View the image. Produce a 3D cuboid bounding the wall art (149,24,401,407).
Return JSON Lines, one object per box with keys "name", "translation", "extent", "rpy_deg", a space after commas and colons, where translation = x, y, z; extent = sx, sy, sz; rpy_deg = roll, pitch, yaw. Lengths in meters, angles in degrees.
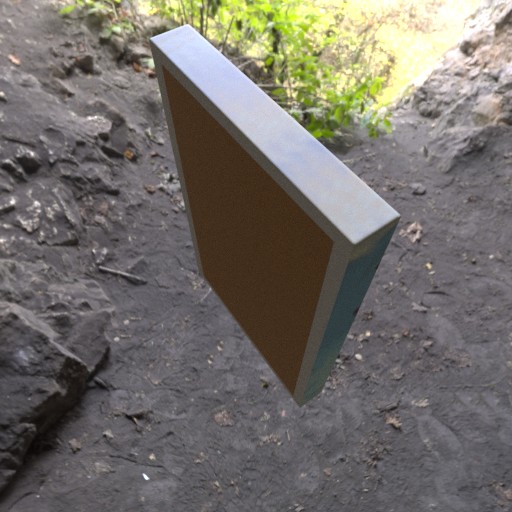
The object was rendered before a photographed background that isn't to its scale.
{"name": "wall art", "translation": [0.000, 0.000, 0.475], "extent": [0.039, 0.380, 0.251], "rpy_deg": [-31, 63, -18]}
